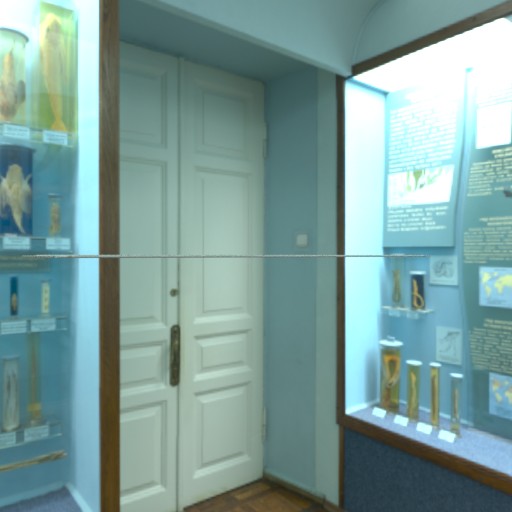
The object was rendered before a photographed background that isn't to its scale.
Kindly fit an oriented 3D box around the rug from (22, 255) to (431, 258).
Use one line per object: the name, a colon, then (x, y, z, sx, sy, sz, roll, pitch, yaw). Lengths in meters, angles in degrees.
rug: (0.000, 0.000, 2.713, 2.480, 0.013, 0.786, 0, 0, -35)
